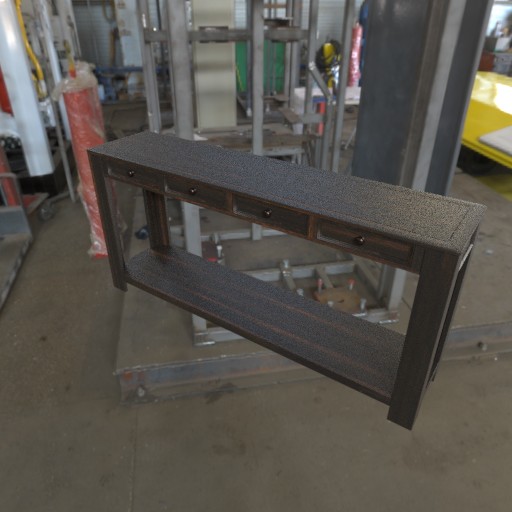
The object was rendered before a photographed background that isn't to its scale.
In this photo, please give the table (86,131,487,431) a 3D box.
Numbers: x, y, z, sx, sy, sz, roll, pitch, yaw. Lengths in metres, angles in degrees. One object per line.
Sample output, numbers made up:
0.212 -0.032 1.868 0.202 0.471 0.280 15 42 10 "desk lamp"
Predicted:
0.000 0.000 1.950 1.631 0.762 0.384 20 36 29 "table"
